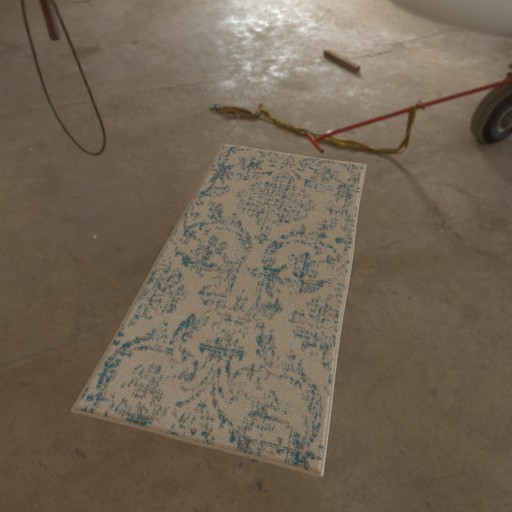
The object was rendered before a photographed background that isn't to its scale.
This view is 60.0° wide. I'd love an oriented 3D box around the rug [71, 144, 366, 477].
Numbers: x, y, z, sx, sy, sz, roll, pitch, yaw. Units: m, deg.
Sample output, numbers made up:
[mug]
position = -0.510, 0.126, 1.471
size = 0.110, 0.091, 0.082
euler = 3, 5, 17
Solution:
[rug]
position = 0.000, 0.000, 1.415
size = 0.605, 0.007, 1.220
euler = 10, 47, 10
